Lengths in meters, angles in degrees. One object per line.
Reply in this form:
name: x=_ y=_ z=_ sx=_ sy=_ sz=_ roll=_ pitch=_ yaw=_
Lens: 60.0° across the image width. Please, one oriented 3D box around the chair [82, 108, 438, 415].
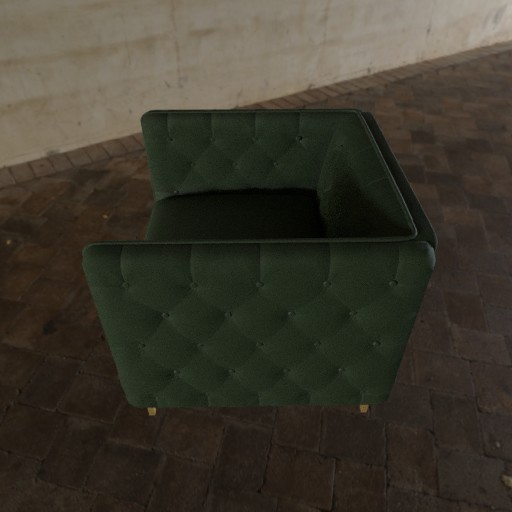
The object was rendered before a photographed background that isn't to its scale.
chair: x=0.000 y=0.000 z=1.575 sx=0.855 sy=0.768 sz=0.917 roll=-1 pitch=40 yaw=-1
